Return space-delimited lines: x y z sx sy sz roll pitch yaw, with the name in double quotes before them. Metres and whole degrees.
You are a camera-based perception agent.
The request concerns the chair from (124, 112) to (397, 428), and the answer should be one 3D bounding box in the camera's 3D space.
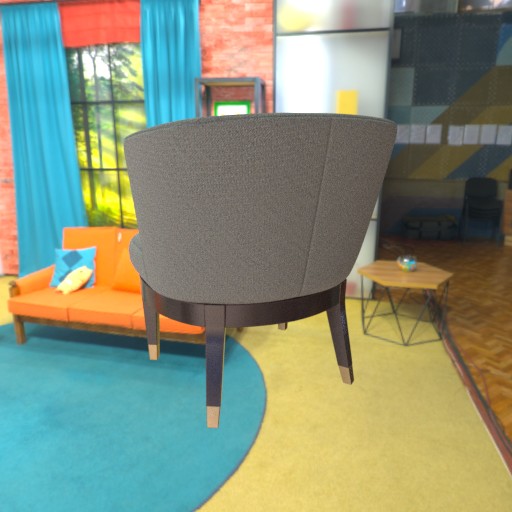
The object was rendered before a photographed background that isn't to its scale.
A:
"chair" 0.000 0.000 1.288 0.700 0.760 0.660 -8 16 -27
